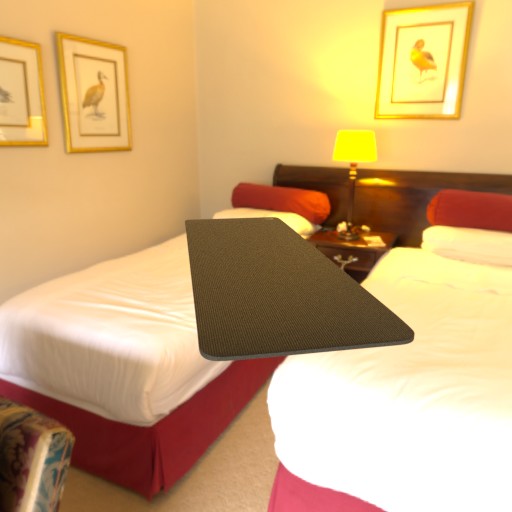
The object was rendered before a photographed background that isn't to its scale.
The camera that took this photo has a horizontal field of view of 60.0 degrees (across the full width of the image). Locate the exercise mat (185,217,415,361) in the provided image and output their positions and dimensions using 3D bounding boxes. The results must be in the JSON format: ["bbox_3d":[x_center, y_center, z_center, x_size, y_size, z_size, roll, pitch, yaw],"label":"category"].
[{"bbox_3d":[0.000,0.000,2.060,0.616,0.021,1.869,-3,16,-10],"label":"exercise mat"}]
